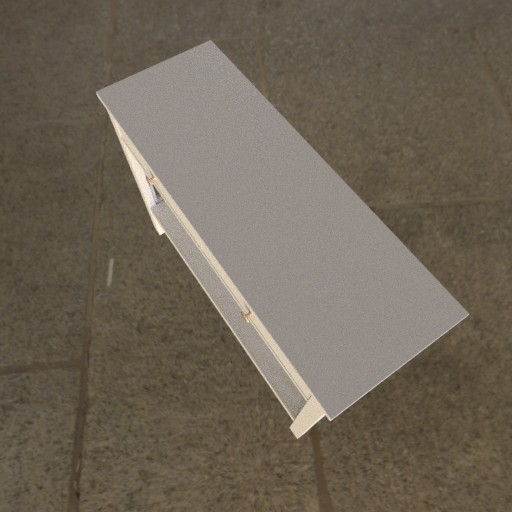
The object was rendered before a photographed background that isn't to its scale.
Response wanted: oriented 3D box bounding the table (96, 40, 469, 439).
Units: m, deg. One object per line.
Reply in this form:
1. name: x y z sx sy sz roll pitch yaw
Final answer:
1. table: 0.000 0.000 1.448 0.397 0.753 1.068 -32 68 -15
